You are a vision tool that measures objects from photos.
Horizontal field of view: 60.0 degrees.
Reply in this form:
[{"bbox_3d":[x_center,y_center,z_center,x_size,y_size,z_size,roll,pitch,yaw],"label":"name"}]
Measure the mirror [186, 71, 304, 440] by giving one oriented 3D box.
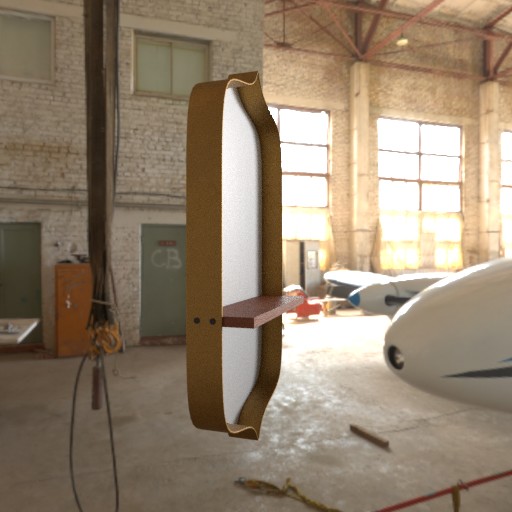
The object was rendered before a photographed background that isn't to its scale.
[{"bbox_3d":[0.000,0.000,0.736,0.096,0.613,0.323,0,0,18],"label":"mirror"}]
